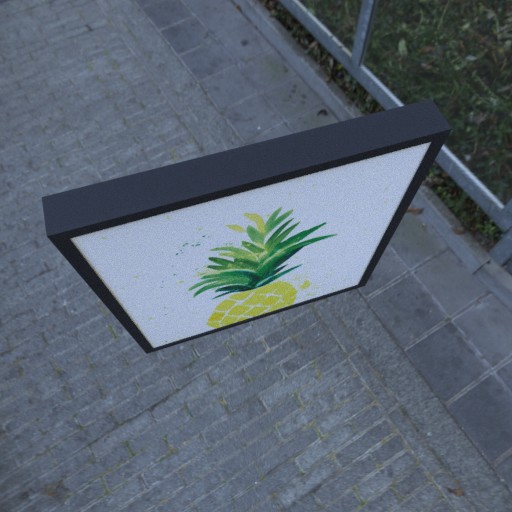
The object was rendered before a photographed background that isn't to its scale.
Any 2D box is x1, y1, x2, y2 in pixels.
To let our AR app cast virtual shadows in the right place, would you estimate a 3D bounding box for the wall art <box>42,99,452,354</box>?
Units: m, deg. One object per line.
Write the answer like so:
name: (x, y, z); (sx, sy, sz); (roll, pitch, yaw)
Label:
wall art: (0.000, 0.000, 0.460); (0.305, 0.304, 0.033); (-16, 64, -8)
